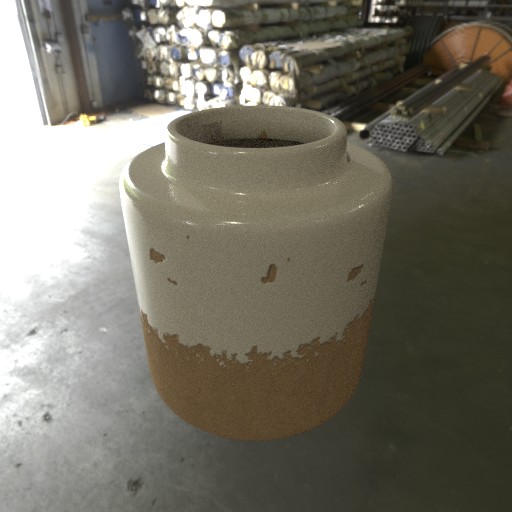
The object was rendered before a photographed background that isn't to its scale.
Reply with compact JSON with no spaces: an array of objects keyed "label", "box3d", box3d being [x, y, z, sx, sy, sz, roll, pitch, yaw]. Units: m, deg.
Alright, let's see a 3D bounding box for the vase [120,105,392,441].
[{"label":"vase","box3d":[0.000,0.000,0.283,0.153,0.167,0.153,0,31,0]}]
